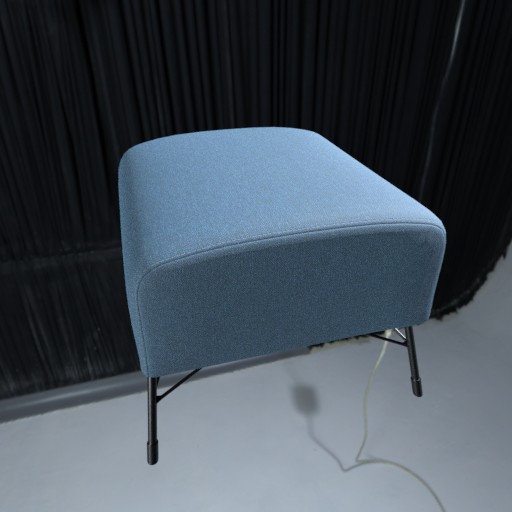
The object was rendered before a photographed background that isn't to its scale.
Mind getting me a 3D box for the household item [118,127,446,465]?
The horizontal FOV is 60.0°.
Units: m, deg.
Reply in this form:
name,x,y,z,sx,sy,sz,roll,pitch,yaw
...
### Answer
name,x,y,z,sx,sy,sz,roll,pitch,yaw
household item,0.000,0.000,0.909,0.530,0.420,0.530,-9,32,-14
